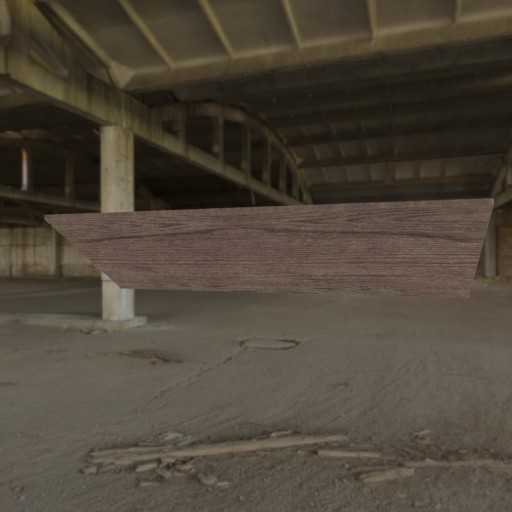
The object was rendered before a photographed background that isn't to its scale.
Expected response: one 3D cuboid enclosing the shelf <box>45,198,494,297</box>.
[{"bbox_3d":[0.000,0.000,0.672,0.610,0.125,0.200,0,0,18],"label":"shelf"}]
